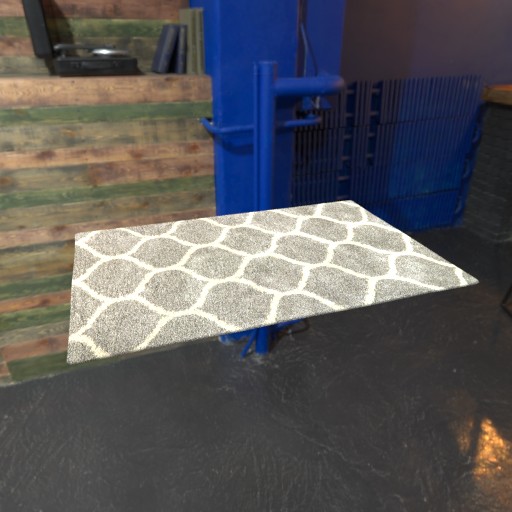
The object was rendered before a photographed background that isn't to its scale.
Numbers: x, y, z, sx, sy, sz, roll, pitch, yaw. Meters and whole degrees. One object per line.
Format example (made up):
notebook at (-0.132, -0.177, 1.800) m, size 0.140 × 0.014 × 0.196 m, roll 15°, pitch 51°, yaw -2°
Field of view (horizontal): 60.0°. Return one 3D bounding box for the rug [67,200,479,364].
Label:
rug at (0.000, 0.000, 3.469) m, size 2.701 × 0.026 × 1.801 m, roll -9°, pitch 28°, yaw -17°
